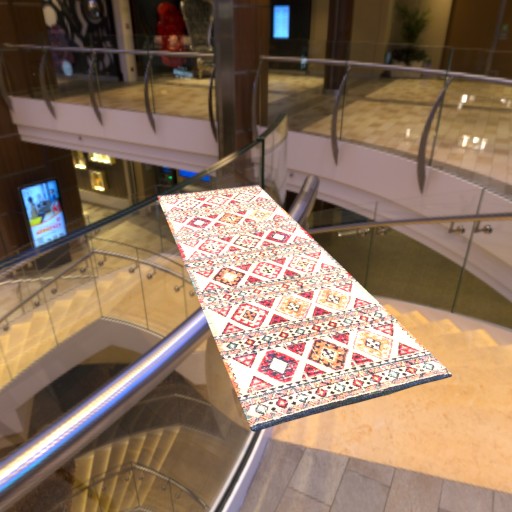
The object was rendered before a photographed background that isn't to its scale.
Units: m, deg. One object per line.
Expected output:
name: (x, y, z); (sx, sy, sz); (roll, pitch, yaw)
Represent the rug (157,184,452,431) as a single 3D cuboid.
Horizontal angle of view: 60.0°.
rug: (0.000, 0.000, 2.594); (0.832, 0.008, 2.362); (-9, 30, -16)
